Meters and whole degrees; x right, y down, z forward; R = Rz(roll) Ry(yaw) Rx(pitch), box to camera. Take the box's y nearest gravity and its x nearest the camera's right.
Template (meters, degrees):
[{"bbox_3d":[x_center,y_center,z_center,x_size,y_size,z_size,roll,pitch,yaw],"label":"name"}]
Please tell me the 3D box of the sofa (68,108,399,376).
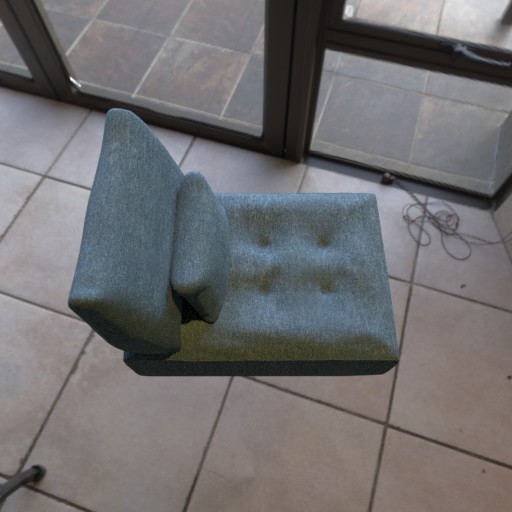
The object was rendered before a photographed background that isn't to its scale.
[{"bbox_3d":[0.000,0.000,1.583,1.000,0.820,0.700,0,64,0],"label":"sofa"}]
